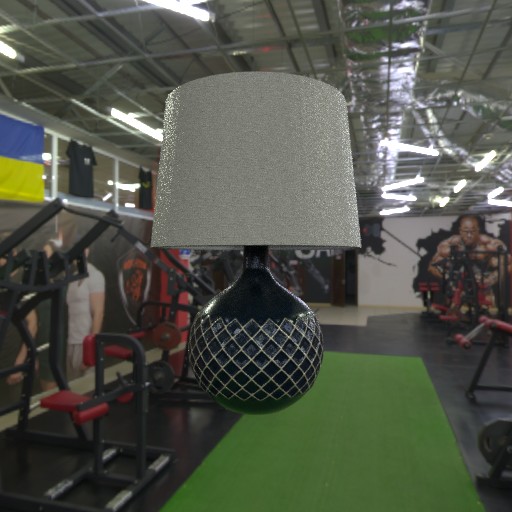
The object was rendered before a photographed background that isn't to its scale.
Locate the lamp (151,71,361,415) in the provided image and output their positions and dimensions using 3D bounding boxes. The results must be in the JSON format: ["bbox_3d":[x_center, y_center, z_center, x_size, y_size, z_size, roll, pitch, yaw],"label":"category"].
[{"bbox_3d":[0.000,0.000,0.812,0.376,0.540,0.376,0,0,0],"label":"lamp"}]
